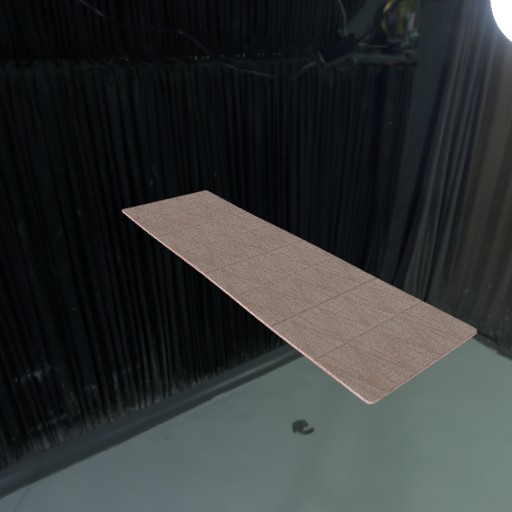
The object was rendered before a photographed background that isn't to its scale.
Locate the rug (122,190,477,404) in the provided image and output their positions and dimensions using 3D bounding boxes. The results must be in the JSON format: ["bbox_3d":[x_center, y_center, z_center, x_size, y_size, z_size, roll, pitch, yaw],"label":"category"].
[{"bbox_3d":[0.000,0.000,2.709,0.760,0.015,2.435,-19,33,-32],"label":"rug"}]
